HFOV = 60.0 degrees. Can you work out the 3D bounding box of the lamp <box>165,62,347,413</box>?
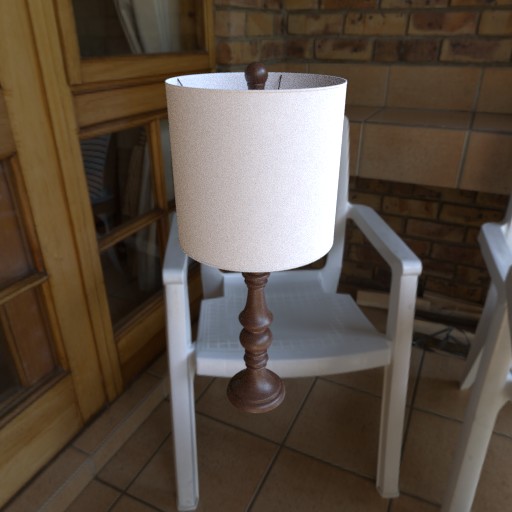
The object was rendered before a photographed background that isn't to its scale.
[{"bbox_3d":[0.000,0.000,0.743,0.250,0.597,0.250,9,28,17],"label":"lamp"}]
